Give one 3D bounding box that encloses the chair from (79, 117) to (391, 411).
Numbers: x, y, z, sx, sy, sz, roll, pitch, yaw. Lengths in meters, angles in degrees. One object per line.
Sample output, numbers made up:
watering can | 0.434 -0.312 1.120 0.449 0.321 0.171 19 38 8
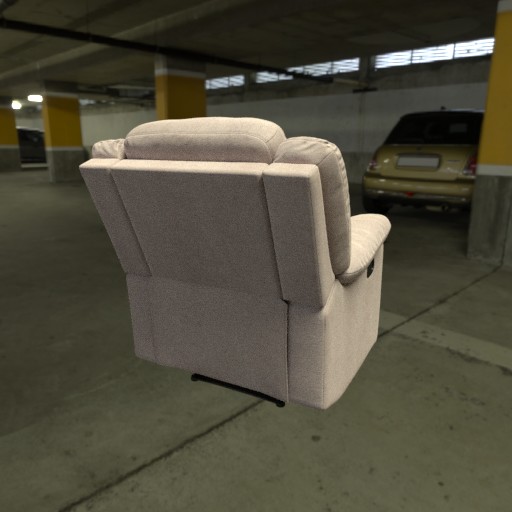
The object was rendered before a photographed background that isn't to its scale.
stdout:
chair | 0.000 0.000 1.728 0.899 1.008 0.944 8 17 27
